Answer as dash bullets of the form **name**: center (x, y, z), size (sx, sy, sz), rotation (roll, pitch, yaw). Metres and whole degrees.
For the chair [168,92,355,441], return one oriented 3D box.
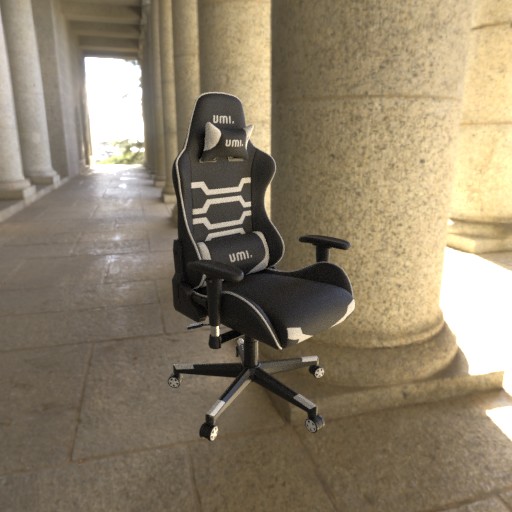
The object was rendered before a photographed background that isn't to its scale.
- **chair**: center (0.000, 0.000, 1.739), size (0.700, 1.240, 0.700), rotation (-14, 20, -43)
